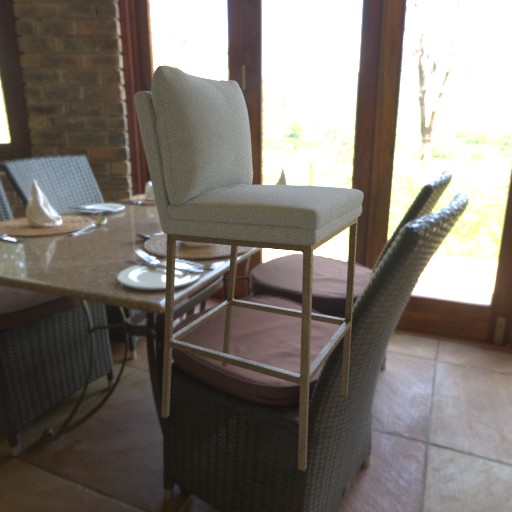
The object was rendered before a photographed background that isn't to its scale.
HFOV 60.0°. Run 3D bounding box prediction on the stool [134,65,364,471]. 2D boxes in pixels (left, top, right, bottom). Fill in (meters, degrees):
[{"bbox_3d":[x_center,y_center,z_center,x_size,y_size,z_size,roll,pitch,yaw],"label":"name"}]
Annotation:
[{"bbox_3d":[0.000,0.000,1.442,0.572,1.125,0.463,8,17,26],"label":"stool"}]
